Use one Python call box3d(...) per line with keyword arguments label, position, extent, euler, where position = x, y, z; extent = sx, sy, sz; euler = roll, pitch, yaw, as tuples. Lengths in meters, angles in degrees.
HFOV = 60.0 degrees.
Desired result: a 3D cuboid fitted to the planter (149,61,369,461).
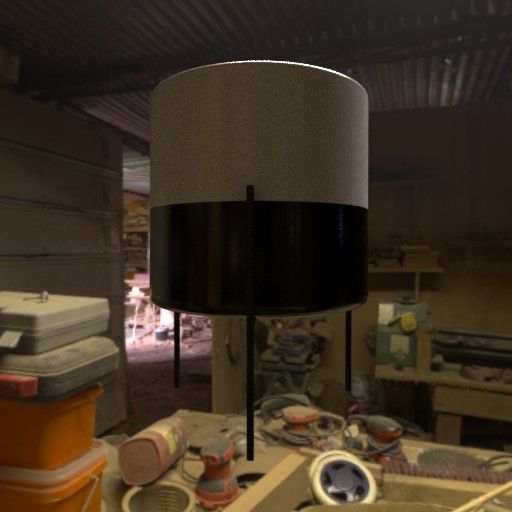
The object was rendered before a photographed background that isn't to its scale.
box3d(label="planter", position=(0.000, 0.000, 0.630), extent=(0.310, 0.432, 0.310), euler=(0, 1, 19))
